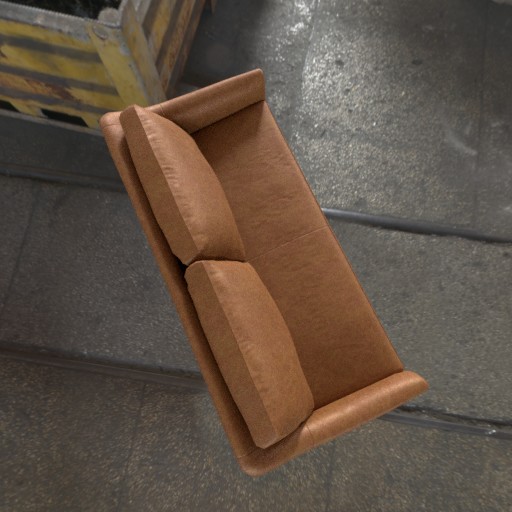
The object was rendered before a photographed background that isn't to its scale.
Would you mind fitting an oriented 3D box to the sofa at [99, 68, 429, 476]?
[{"bbox_3d":[0.000,0.000,2.485,0.981,0.945,2.036,-24,77,-6],"label":"sofa"}]
